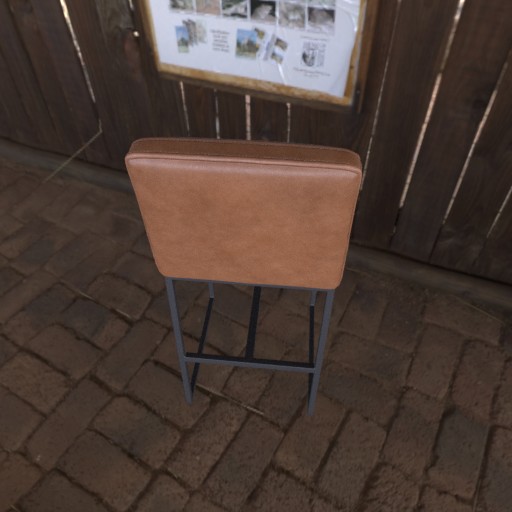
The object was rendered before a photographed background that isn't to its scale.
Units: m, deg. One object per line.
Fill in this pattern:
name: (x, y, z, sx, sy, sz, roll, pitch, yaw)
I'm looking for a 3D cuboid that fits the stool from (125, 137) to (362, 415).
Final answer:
stool: (0.000, 0.000, 1.325, 0.458, 1.040, 0.556, 4, 46, 4)
